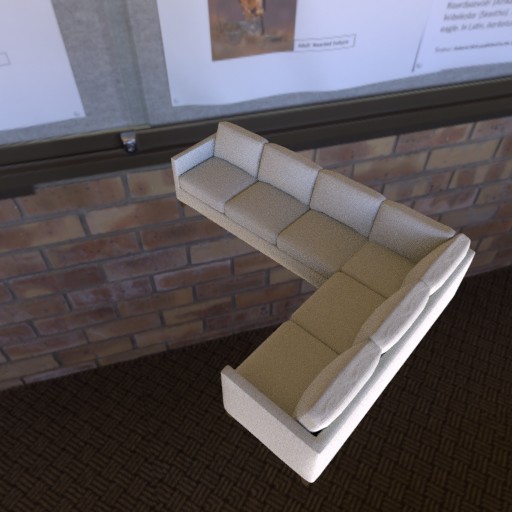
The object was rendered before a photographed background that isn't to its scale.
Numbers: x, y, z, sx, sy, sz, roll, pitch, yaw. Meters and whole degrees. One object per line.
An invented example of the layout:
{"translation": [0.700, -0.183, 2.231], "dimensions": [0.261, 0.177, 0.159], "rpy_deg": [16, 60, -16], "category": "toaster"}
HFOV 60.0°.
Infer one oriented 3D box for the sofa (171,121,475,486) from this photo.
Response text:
{"translation": [0.000, 0.000, 4.425], "dimensions": [3.333, 0.934, 2.522], "rpy_deg": [33, 55, 27], "category": "sofa"}
